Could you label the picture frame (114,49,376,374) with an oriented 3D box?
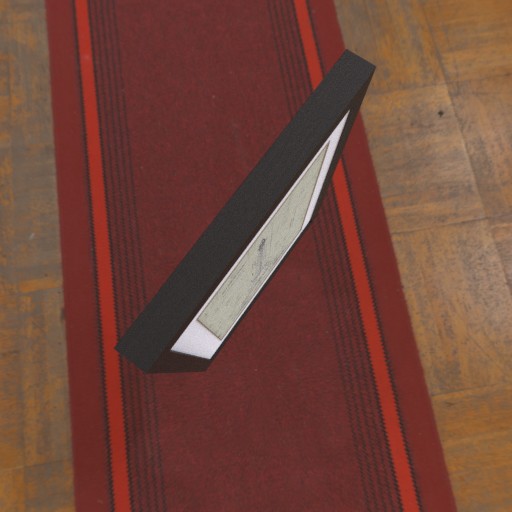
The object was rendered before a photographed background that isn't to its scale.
[{"bbox_3d":[0.000,0.000,0.776,0.044,0.555,0.452,35,78,8],"label":"picture frame"}]
